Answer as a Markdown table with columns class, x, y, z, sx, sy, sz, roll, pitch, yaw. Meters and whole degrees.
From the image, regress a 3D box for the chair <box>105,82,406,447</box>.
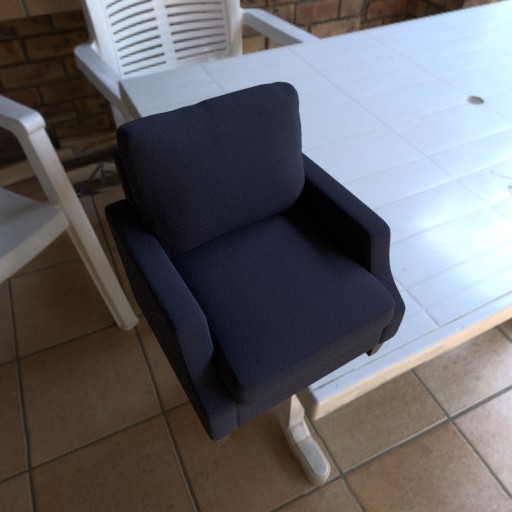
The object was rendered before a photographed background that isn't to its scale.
| class | x | y | z | sx | sy | sz | roll | pitch | yaw |
| --- | --- | --- | --- | --- | --- | --- | --- | --- | --- |
| chair | 0.000 | 0.000 | 1.664 | 0.855 | 0.991 | 0.897 | -24 | 51 | -21 |
